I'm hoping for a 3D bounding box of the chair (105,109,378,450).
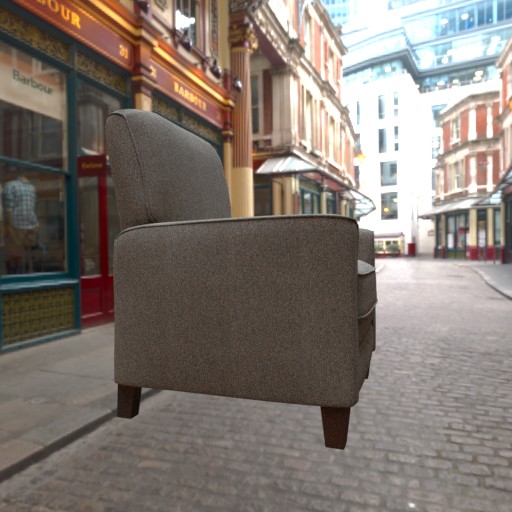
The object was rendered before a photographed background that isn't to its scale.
[{"bbox_3d":[0.000,0.000,1.651,0.858,1.028,0.841,0,1,19],"label":"chair"}]
